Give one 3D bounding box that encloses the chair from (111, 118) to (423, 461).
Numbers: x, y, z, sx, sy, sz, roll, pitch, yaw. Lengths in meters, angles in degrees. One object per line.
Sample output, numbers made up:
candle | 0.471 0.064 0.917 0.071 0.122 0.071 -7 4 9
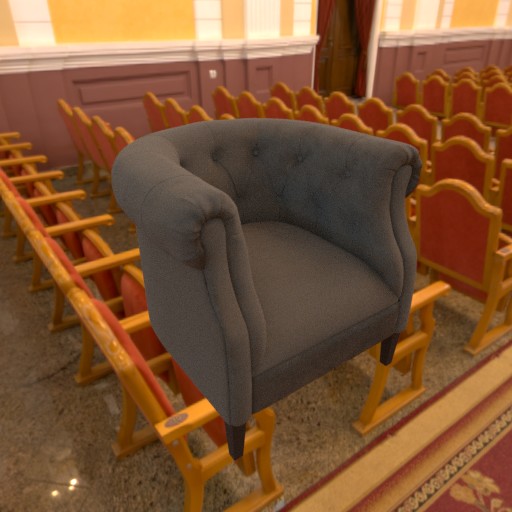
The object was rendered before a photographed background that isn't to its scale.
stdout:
chair | 0.000 0.000 1.590 0.904 0.826 0.851 -19 34 -31
